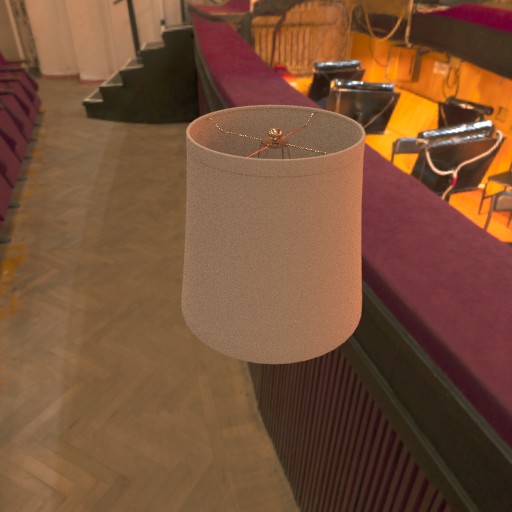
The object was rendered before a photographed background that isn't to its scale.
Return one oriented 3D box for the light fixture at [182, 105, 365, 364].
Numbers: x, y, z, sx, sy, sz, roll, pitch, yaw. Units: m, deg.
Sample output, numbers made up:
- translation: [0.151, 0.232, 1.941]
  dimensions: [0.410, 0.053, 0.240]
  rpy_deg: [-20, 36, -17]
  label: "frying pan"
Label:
- translation: [0.000, 0.000, 0.594]
  dimensions: [0.223, 0.381, 0.348]
  rpy_deg: [-10, 34, -15]
  label: "light fixture"
